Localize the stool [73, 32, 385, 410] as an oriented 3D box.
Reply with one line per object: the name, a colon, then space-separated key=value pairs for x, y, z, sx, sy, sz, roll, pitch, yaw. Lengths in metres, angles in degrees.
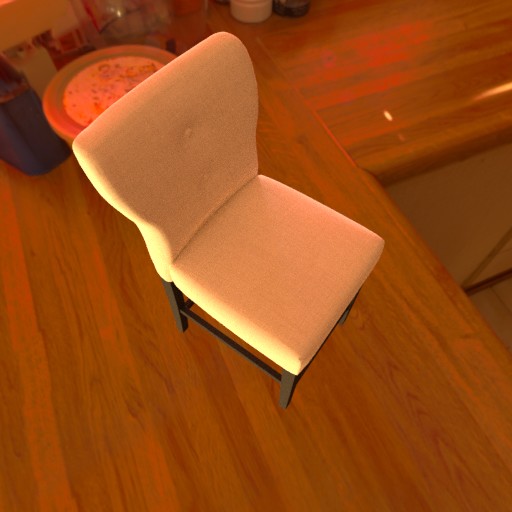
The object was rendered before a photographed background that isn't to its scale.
stool: x=0.000 y=0.000 z=1.305 sx=0.603 sy=0.972 sz=0.514 roll=32 pitch=64 yaw=18
